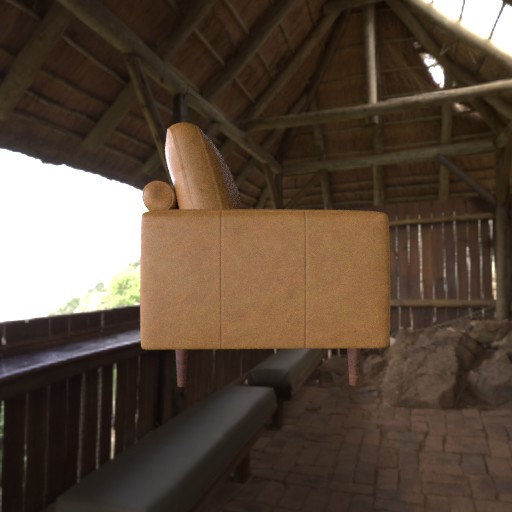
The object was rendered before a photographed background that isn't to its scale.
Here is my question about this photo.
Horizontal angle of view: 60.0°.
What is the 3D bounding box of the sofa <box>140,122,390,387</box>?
[{"bbox_3d":[0.000,0.000,2.268,0.850,0.898,1.821,0,0,-2],"label":"sofa"}]
